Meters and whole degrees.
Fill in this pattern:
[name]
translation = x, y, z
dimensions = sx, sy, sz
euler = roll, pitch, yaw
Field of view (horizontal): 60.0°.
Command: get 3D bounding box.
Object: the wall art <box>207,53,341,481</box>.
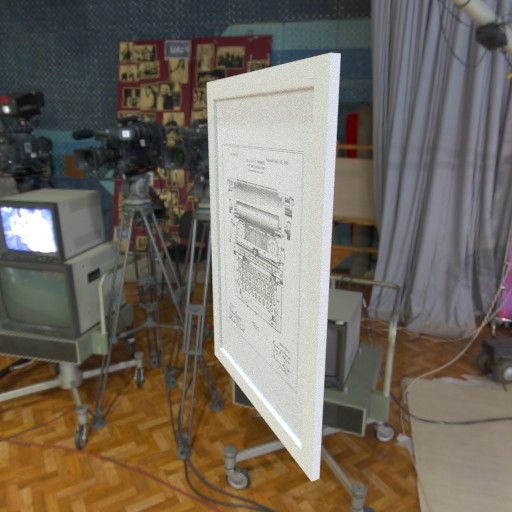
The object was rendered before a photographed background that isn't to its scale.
[wall art]
translation = 0.000, 0.000, 0.691
dimensions = 0.013, 0.533, 0.381
euler = -8, 18, -24
